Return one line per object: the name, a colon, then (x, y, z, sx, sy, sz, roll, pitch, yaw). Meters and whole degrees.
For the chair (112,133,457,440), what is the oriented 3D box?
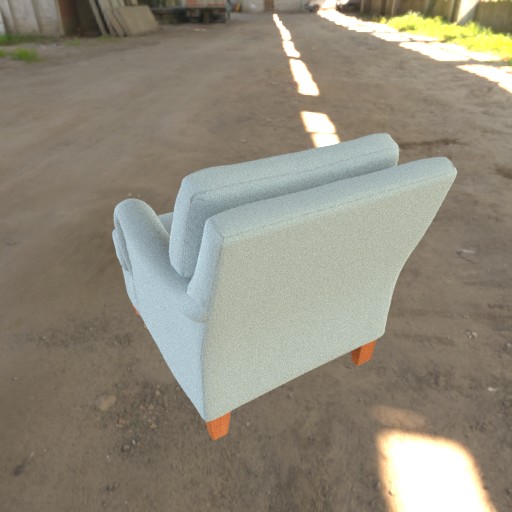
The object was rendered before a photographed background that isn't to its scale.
chair: (0.000, 0.000, 1.831, 0.955, 1.038, 1.070, -18, 35, -27)
